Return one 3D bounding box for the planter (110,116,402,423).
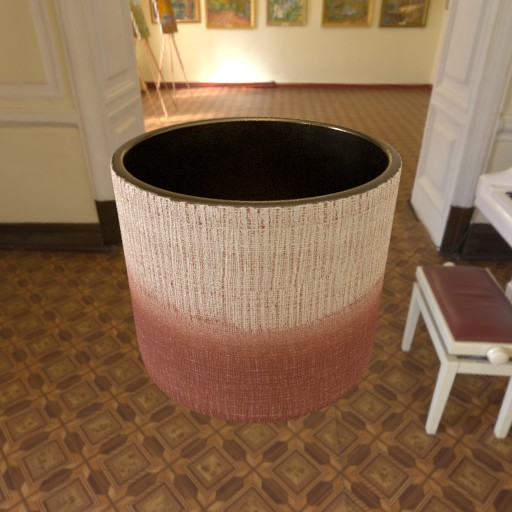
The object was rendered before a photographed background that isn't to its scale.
[{"bbox_3d":[0.000,0.000,0.448,0.254,0.221,0.254,0,31,0],"label":"planter"}]
